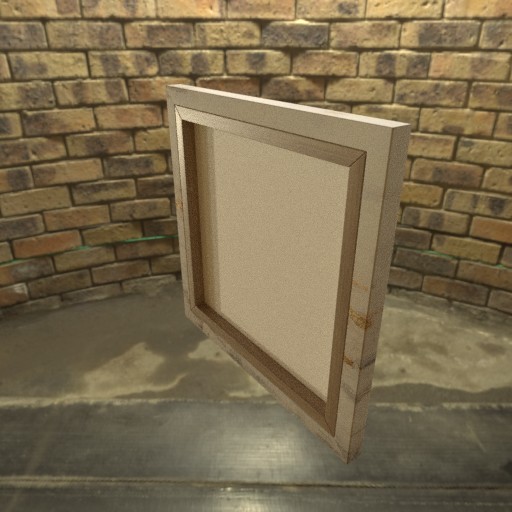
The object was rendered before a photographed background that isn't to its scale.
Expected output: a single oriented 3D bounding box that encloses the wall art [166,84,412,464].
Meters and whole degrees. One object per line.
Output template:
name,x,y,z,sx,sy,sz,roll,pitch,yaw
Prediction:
wall art,0.000,0.000,0.912,0.040,0.613,0.611,-19,32,-33
